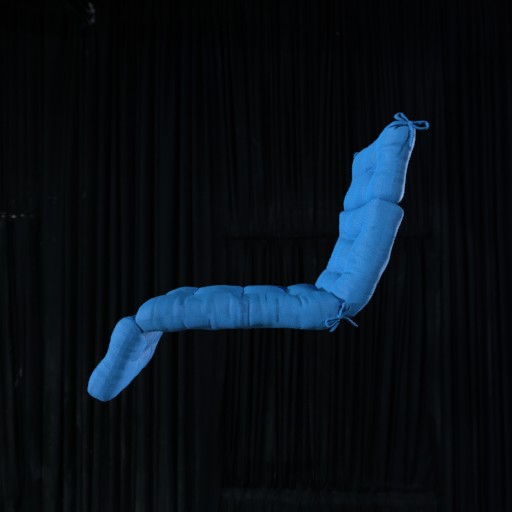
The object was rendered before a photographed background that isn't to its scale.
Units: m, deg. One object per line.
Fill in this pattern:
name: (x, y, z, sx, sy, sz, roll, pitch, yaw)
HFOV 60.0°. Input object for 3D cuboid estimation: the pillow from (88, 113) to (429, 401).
pillow: (0.000, 0.000, 1.545, 1.016, 0.863, 0.526, 0, 0, -1)
